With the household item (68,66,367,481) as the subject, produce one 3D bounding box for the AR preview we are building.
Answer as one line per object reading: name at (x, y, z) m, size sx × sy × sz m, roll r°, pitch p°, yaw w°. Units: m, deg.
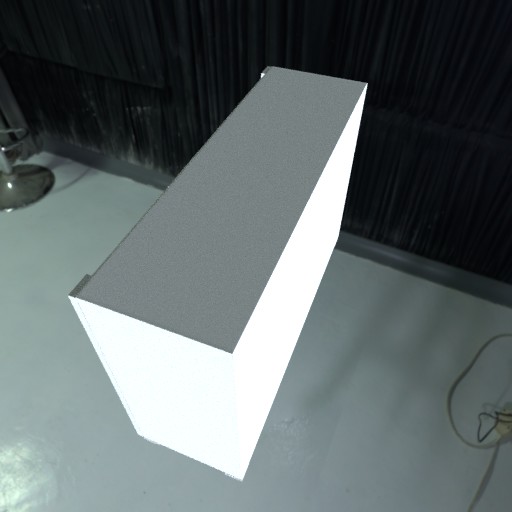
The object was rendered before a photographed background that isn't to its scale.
household item at (0.000, 0.000, 1.704) m, size 0.420 × 0.867 × 1.300 m, roll 16°, pitch 49°, yaw 15°
